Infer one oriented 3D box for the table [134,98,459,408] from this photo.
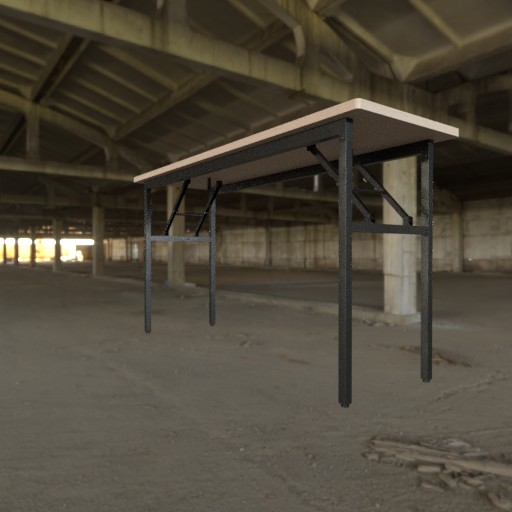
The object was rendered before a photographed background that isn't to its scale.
[{"bbox_3d":[0.000,0.000,1.724,0.447,0.750,1.397,0,1,-37],"label":"table"}]
